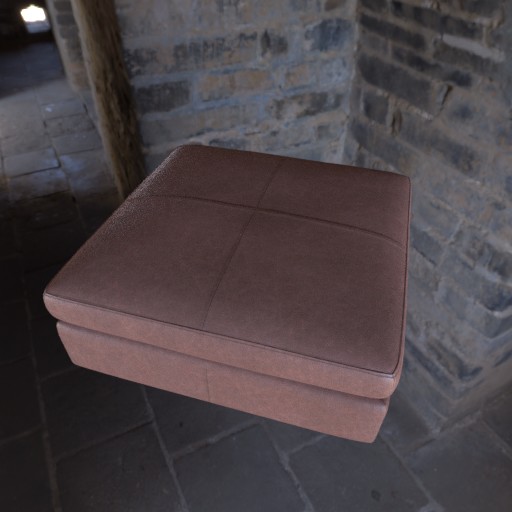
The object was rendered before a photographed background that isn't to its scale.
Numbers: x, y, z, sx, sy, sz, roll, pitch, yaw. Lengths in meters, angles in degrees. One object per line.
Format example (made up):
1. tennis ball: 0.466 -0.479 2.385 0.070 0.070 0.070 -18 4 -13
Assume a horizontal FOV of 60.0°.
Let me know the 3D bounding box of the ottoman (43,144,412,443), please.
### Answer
1. ottoman: 0.000 0.000 1.825 1.168 0.490 1.168 11 41 13
